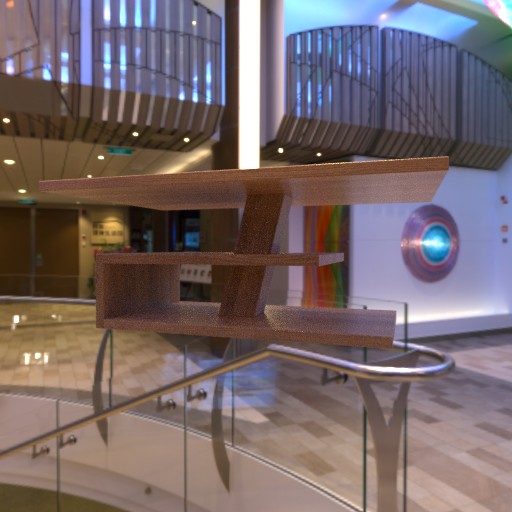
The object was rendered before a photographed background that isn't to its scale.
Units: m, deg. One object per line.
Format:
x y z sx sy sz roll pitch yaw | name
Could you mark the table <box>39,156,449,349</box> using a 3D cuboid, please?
0.000 0.000 1.452 1.100 0.442 0.700 0 1 19 | table
